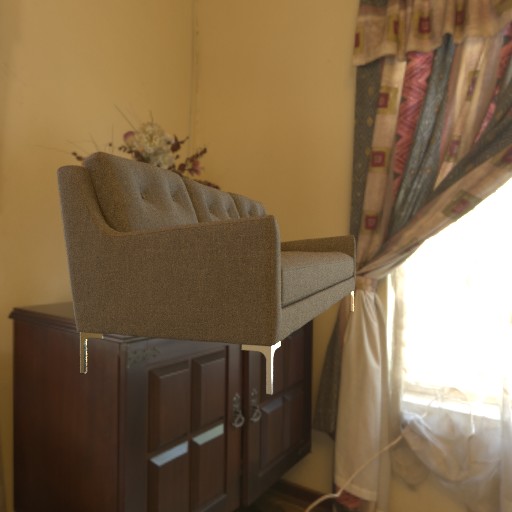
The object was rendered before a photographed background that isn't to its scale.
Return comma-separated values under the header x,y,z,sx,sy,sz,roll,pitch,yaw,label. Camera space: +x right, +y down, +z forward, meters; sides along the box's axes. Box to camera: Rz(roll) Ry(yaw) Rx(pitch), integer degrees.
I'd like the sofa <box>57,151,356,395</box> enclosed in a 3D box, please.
x,y,z,sx,sy,sz,roll,pitch,yaw,label
0.000,0.000,2.450,0.849,0.837,2.060,0,1,19,sofa
